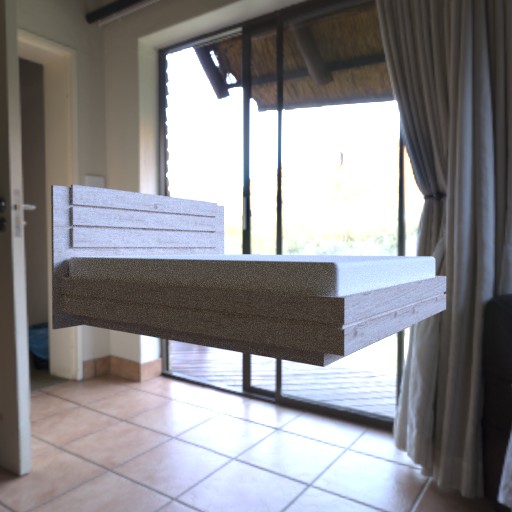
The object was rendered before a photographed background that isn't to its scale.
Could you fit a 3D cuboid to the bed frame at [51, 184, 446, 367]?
[{"bbox_3d":[0.000,0.000,3.038,2.080,0.970,1.750,1,1,36],"label":"bed frame"}]
